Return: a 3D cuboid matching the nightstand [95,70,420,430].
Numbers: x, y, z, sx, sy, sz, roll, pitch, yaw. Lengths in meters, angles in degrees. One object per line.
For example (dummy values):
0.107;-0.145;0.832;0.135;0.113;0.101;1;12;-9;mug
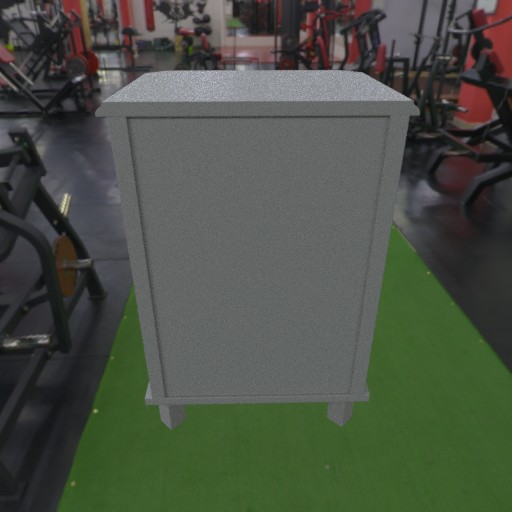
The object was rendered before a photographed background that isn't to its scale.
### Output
0.000;0.000;0.924;0.450;0.680;0.350;-1;29;-1;nightstand
